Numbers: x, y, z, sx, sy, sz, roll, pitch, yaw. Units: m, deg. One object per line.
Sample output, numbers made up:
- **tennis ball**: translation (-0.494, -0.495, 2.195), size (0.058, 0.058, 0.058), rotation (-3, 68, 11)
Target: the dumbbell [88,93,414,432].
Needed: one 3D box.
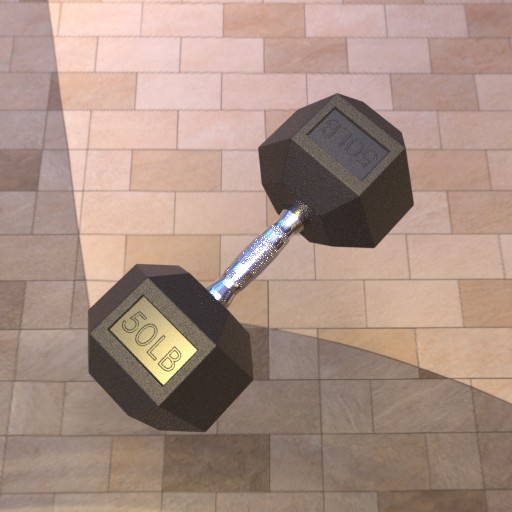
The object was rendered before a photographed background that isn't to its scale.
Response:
- **dumbbell**: translation (0.000, 0.000, 0.474), size (0.173, 0.150, 0.384), rotation (43, 80, 10)
